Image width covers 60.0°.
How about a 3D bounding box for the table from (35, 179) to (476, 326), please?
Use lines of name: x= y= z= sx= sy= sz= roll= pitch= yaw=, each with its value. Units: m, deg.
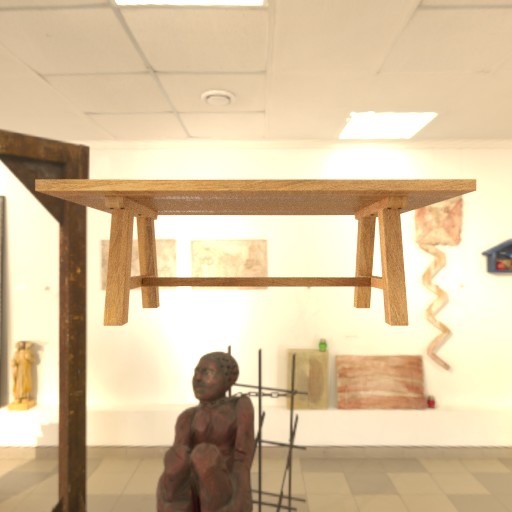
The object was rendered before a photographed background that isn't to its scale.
table: x=0.000 y=0.000 z=1.704 sx=1.320 sy=0.455 sz=0.760 roll=0 pitch=0 yaw=0
